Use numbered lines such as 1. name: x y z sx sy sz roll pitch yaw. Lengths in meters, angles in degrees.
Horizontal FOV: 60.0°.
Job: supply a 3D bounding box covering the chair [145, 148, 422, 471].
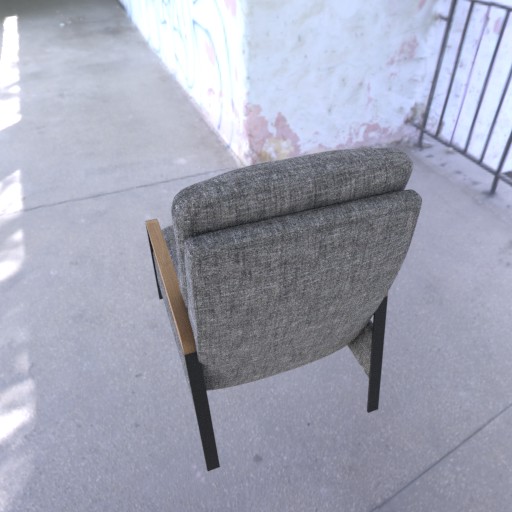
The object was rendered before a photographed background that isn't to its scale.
1. chair: 0.000 0.000 1.567 0.671 1.042 0.868 -14 43 -15
